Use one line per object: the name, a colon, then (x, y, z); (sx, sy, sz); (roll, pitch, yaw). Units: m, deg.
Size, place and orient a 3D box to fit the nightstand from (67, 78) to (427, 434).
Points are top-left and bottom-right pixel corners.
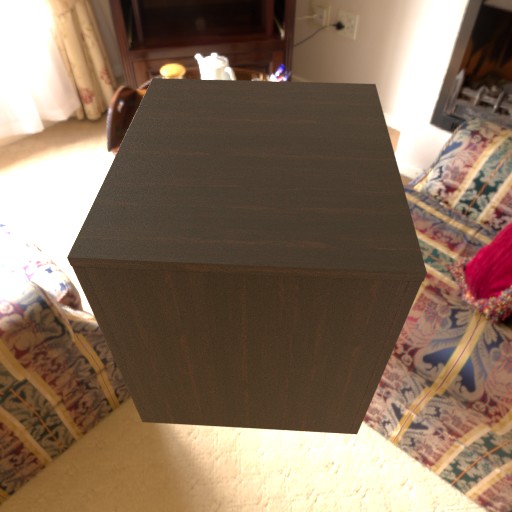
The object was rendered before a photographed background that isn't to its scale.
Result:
nightstand: (0.000, 0.000, 0.815); (0.400, 0.460, 0.461); (2, 47, 2)
